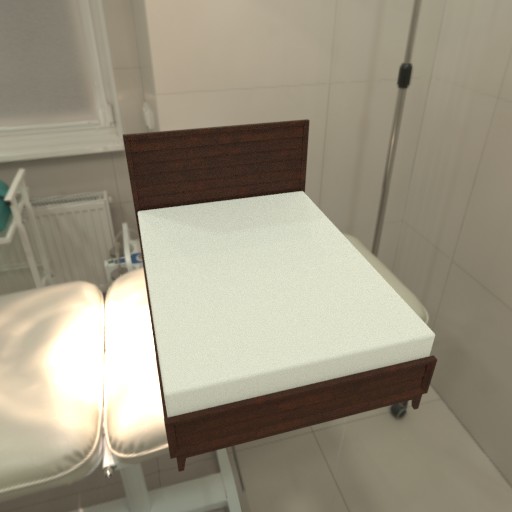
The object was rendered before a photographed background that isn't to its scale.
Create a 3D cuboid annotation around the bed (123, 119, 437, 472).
[{"bbox_3d":[0.000,0.000,3.210,1.600,1.270,2.184,-9,33,-14],"label":"bed"}]
